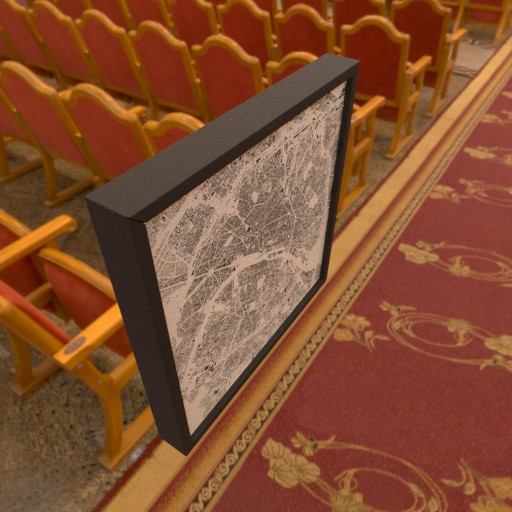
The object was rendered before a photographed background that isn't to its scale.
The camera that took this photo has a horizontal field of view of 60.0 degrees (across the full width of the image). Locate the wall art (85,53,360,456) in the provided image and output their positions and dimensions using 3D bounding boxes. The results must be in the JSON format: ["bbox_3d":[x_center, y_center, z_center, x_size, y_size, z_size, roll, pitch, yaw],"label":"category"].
[{"bbox_3d":[0.000,0.000,0.448,0.037,0.305,0.305,25,48,25],"label":"wall art"}]
